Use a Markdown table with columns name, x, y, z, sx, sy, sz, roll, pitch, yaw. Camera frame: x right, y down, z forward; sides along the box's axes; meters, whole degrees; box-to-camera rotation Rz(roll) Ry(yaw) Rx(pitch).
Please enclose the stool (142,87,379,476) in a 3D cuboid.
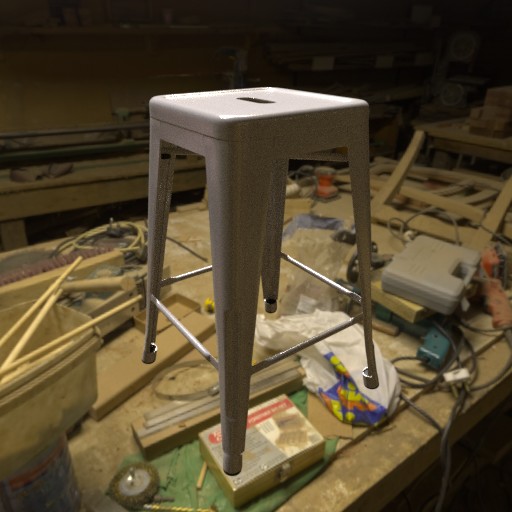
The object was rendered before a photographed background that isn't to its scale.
| name | x | y | z | sx | sy | sz | roll | pitch | yaw |
| --- | --- | --- | --- | --- | --- | --- | --- | --- | --- |
| stool | 0.000 | 0.000 | 0.902 | 0.406 | 0.610 | 0.406 | -18 | 32 | -31 |
